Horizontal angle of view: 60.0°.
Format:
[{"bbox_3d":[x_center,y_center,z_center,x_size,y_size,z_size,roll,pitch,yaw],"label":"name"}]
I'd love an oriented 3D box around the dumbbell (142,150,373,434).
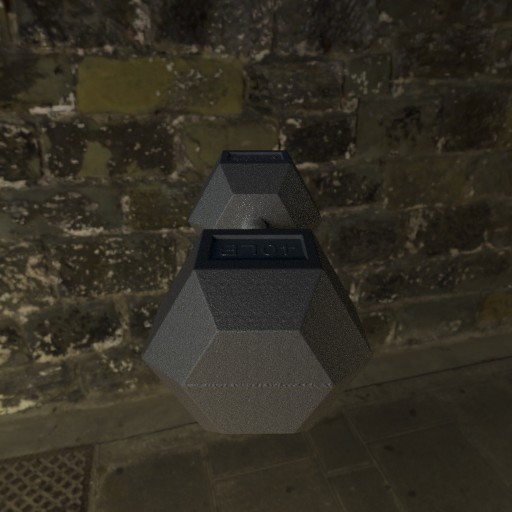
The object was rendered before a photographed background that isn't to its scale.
[{"bbox_3d":[0.000,0.000,0.437,0.157,0.137,0.361,0,27,0],"label":"dumbbell"}]
